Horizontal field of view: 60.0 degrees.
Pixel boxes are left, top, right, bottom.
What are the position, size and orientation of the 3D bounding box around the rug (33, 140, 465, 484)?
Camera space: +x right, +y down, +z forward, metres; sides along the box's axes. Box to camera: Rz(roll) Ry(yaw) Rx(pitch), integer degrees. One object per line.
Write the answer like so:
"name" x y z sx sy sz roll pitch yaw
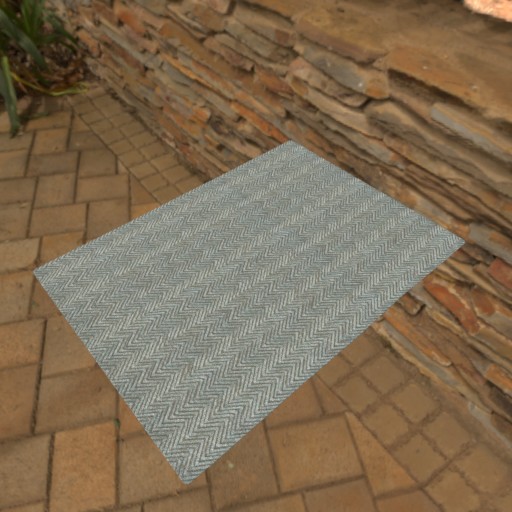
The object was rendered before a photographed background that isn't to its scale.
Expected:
"rug" 0.000 0.000 4.981 3.957 0.011 2.894 -33 55 -27
